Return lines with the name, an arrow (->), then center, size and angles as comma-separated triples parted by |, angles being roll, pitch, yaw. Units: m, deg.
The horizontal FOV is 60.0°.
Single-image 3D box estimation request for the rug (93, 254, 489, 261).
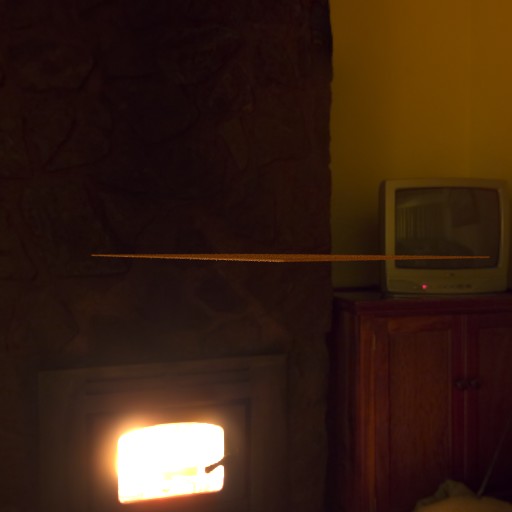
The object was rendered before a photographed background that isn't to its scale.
rug -> 0.000, 0.000, 3.048 | 1.523, 0.008, 2.438 | 0, 1, -36
